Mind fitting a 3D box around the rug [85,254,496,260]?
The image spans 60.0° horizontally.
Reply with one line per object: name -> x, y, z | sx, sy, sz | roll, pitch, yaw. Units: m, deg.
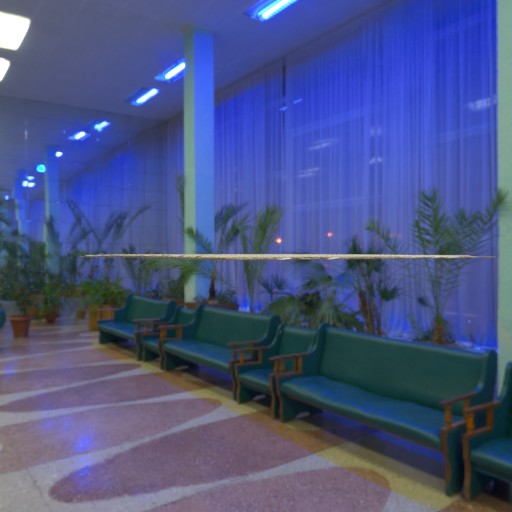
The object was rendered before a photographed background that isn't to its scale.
rug -> 0.000, 0.000, 4.121 | 2.388, 0.030, 3.213 | 0, 0, -35
